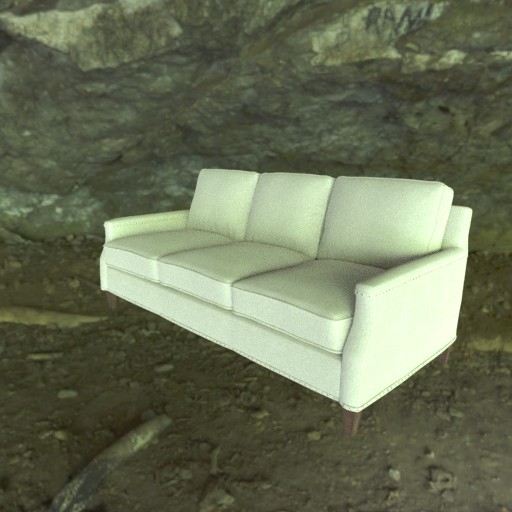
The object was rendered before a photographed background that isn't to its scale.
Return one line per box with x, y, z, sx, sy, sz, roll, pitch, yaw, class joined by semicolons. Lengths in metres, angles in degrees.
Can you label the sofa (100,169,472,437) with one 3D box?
0.000;0.000;2.790;1.084;1.003;2.246;-13;19;-43;sofa
